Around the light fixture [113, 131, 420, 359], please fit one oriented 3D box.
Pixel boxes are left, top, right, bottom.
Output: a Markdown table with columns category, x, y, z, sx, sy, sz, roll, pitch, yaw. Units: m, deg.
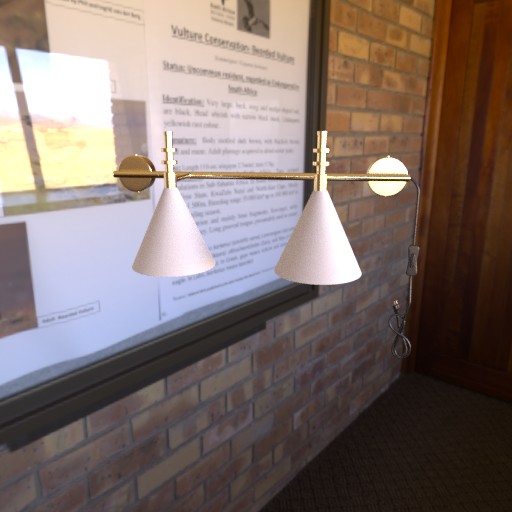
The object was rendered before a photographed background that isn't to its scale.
| category | x | y | z | sx | sy | sz | roll | pitch | yaw |
| --- | --- | --- | --- | --- | --- | --- | --- | --- | --- |
| light fixture | 0.000 | 0.000 | 0.866 | 0.642 | 0.468 | 0.239 | 2 | 15 | 9 |
